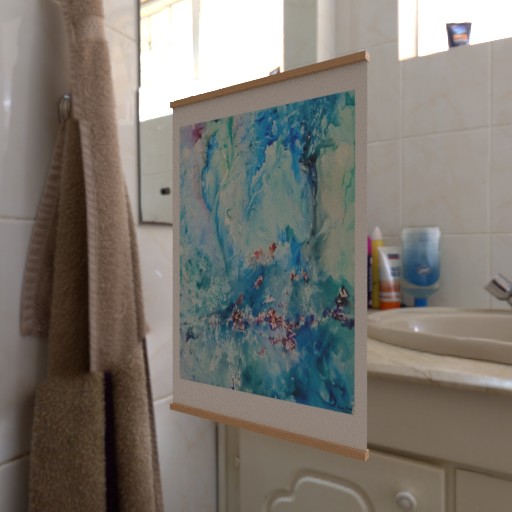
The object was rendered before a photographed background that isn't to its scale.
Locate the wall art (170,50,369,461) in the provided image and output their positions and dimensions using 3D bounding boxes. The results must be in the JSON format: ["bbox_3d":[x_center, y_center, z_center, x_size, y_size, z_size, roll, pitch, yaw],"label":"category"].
[{"bbox_3d":[0.000,0.000,0.648,0.335,0.510,0.013,0,0,34],"label":"wall art"}]
